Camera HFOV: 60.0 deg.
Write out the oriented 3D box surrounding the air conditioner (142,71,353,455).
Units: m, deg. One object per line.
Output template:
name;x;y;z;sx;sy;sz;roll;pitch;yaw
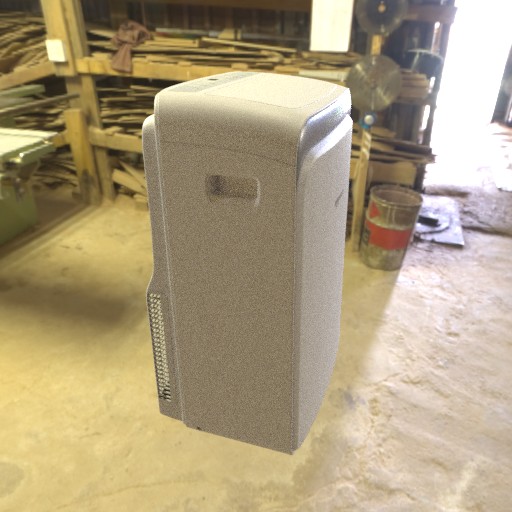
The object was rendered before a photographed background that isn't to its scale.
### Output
air conditioner;0.000;0.000;0.950;0.365;0.700;0.454;10;30;18
